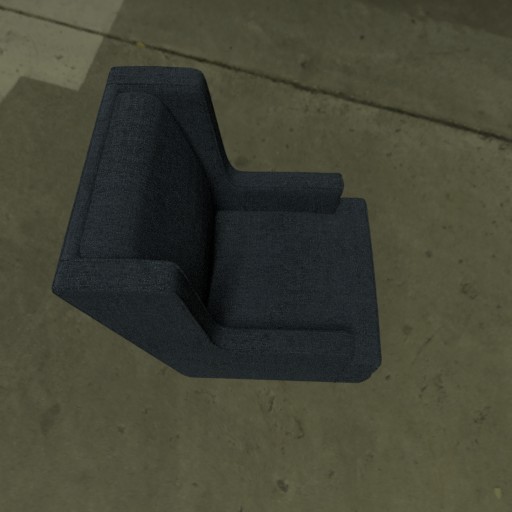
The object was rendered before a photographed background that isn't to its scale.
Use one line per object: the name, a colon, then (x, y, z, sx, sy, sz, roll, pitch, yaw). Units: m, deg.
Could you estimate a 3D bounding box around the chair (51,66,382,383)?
chair: (0.000, 0.000, 1.664, 0.947, 1.072, 0.764, 2, 63, 1)
